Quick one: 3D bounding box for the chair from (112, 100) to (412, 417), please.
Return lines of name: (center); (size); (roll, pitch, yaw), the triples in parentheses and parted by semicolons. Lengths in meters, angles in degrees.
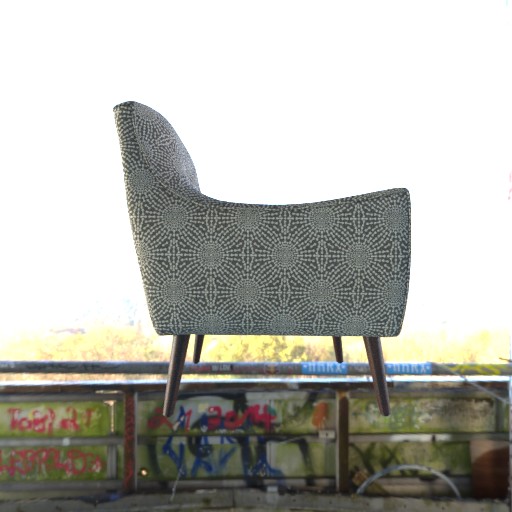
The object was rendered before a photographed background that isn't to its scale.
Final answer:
chair: (0.000, 0.000, 1.452); (0.787, 0.838, 0.762); (0, -1, -1)
